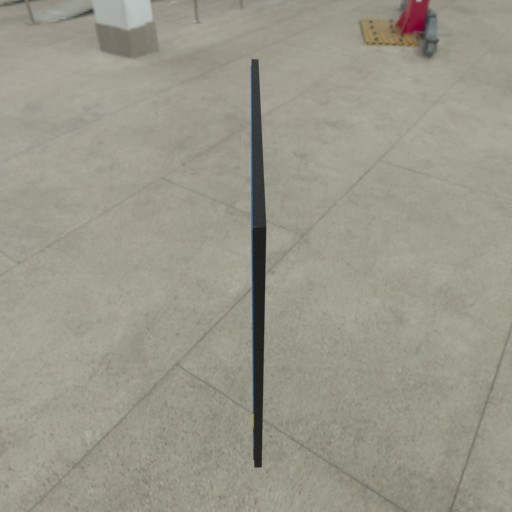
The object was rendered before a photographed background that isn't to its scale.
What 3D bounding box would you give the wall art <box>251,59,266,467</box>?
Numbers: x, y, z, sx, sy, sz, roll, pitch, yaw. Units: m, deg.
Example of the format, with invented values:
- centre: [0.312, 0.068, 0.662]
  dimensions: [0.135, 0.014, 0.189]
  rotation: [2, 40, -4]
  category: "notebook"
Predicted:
- centre: [0.000, 0.000, 0.701]
  dimensions: [0.013, 0.457, 0.458]
  rotation: [0, 41, 0]
  category: "wall art"
